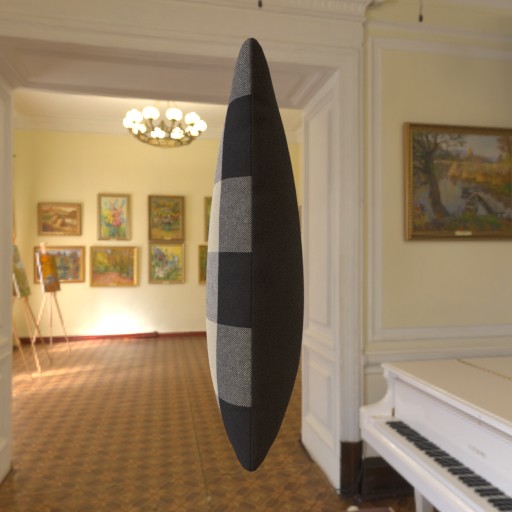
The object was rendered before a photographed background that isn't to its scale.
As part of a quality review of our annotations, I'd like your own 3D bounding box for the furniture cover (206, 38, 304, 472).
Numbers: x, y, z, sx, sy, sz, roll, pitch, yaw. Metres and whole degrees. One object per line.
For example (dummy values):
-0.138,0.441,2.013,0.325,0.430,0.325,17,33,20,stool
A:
0.000,0.000,0.768,0.161,0.509,0.511,0,0,1,furniture cover
